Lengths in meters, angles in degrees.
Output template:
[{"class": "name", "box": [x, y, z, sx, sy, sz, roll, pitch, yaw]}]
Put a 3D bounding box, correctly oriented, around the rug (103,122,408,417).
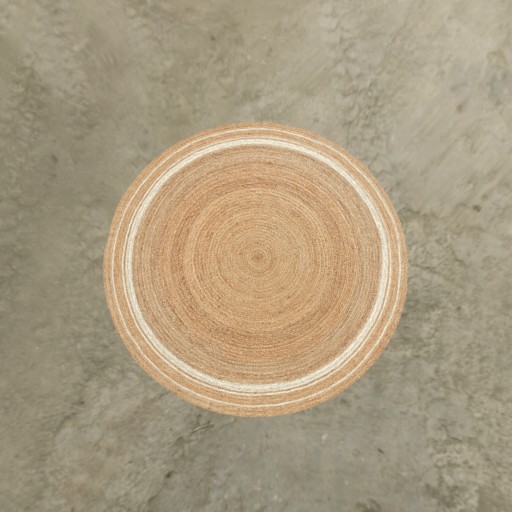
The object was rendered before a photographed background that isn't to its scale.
[{"class": "rug", "box": [0.000, 0.000, 3.568, 2.444, 0.015, 2.444, 0, 74, 0]}]
